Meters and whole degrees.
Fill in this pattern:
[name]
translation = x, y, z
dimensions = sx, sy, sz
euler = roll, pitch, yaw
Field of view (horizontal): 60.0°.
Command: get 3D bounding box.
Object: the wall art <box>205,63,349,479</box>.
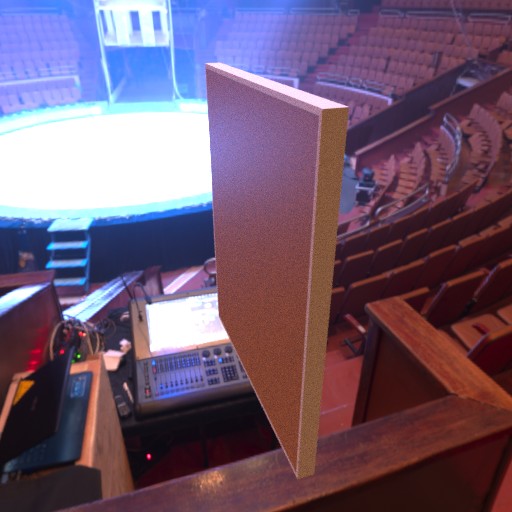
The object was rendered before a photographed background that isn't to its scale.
[wall art]
translation = 0.000, 0.000, 0.733
dimensions = 0.030, 0.549, 0.443
euler = -10, 30, -17
